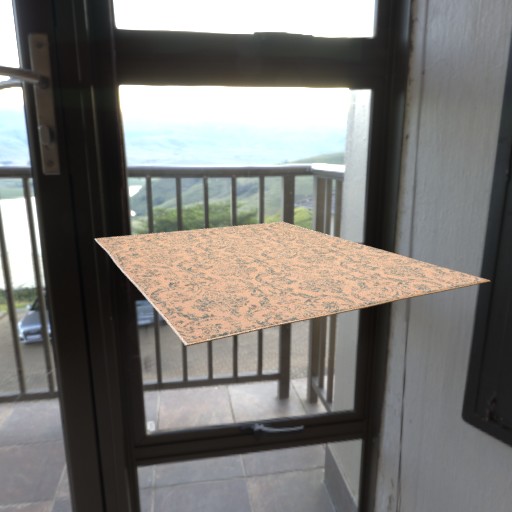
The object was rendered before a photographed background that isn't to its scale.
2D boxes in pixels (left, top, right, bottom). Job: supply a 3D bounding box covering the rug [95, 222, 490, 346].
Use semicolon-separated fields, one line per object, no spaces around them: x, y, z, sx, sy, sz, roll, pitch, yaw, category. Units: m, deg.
0.000;0.000;4.027;2.363;0.012;2.980;-7;16;-27;rug
